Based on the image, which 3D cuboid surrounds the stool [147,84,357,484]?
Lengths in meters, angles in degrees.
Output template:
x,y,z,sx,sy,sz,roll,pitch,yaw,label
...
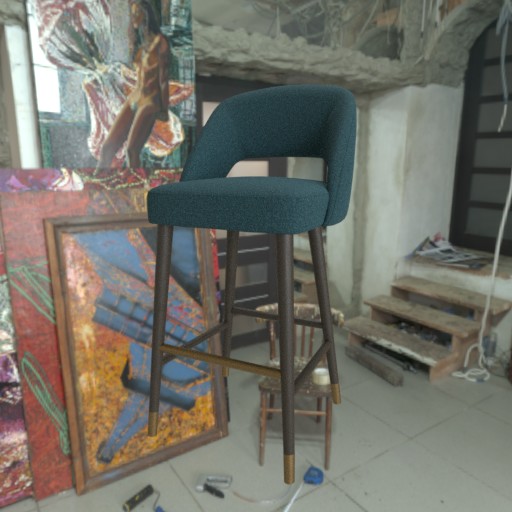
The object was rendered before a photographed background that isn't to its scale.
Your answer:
x,y,z,sx,sy,sz,roll,pitch,yaw,label
0.000,0.000,1.326,0.536,1.032,0.522,6,13,26,stool
